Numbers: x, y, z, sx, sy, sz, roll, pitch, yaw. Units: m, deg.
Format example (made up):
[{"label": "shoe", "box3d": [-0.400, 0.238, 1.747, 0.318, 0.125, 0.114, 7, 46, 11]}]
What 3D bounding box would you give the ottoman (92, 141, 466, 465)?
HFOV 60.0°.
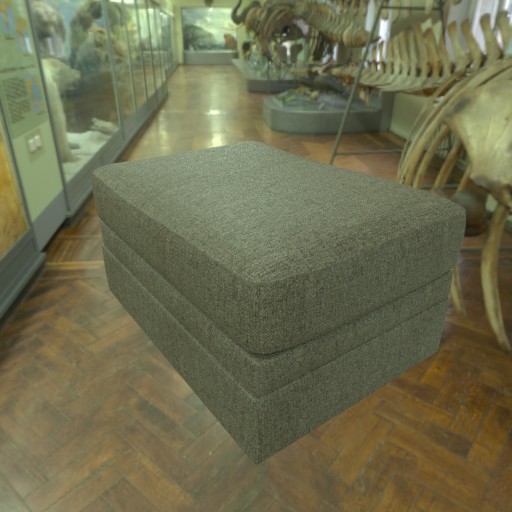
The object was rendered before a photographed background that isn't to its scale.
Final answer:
[{"label": "ottoman", "box3d": [0.000, 0.000, 1.247, 0.637, 0.478, 0.885, -18, 32, -32]}]
